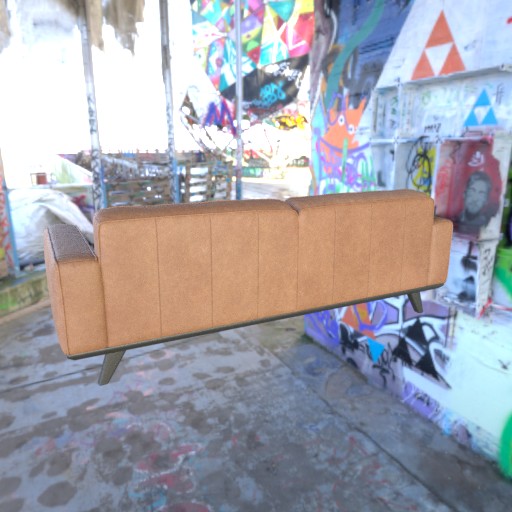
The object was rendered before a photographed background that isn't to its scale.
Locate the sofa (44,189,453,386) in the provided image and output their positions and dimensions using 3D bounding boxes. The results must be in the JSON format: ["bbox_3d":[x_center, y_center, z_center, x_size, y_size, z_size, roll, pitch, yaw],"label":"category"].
[{"bbox_3d":[0.000,0.000,2.652,2.270,0.780,0.953,-7,16,-26],"label":"sofa"}]
